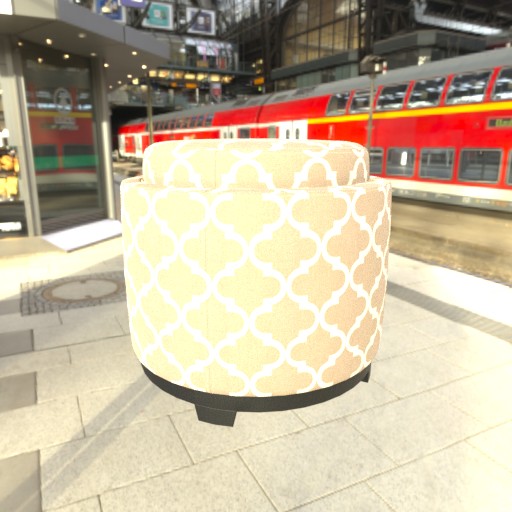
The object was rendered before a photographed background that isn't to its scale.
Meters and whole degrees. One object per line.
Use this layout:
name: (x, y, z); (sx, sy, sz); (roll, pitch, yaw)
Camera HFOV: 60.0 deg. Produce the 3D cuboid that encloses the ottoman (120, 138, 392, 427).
ottoman: (0.000, 0.000, 0.839); (0.480, 0.429, 0.480); (0, 14, 0)
